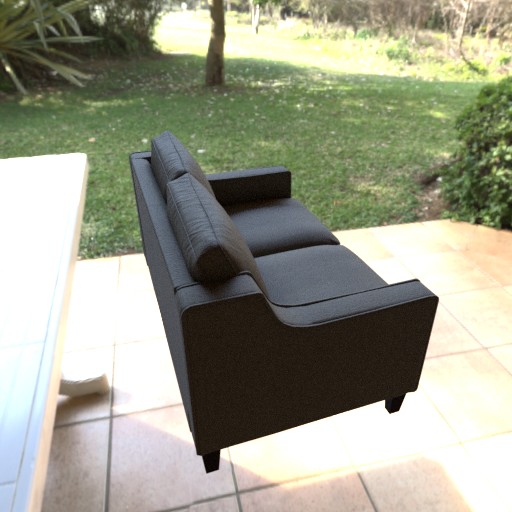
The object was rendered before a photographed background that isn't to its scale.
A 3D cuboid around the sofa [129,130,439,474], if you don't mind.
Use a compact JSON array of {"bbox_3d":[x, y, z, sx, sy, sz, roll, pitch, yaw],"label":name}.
[{"bbox_3d":[0.000,0.000,2.177,0.985,0.981,1.503,-10,32,-17],"label":"sofa"}]
